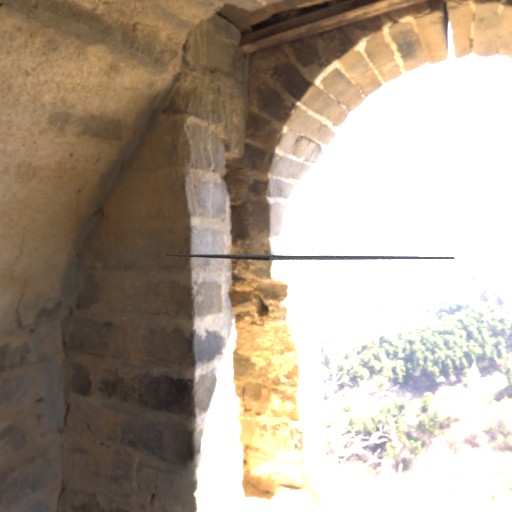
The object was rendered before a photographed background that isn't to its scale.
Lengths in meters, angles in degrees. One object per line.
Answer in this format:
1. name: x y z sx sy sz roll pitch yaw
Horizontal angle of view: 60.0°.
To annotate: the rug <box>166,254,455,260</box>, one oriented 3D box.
1. rug: 0.000 0.000 2.695 0.759 0.012 2.430 0 0 -19
